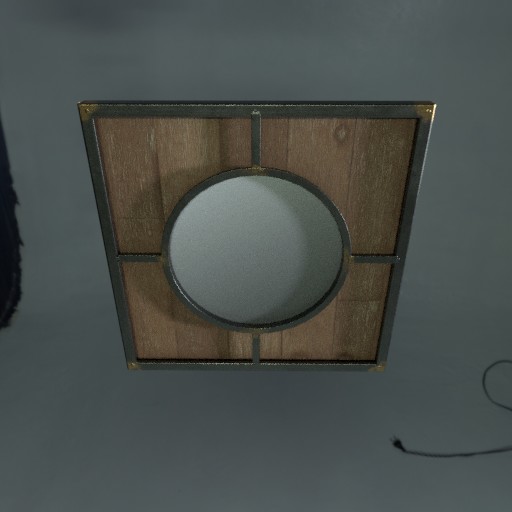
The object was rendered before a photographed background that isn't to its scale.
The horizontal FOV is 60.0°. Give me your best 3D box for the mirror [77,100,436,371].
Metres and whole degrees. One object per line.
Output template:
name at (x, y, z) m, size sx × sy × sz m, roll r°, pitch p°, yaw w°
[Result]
mirror at (0.000, 0.000, 0.571) m, size 0.382 × 0.381 × 0.020 m, roll 0°, pitch 29°, yaw 0°
